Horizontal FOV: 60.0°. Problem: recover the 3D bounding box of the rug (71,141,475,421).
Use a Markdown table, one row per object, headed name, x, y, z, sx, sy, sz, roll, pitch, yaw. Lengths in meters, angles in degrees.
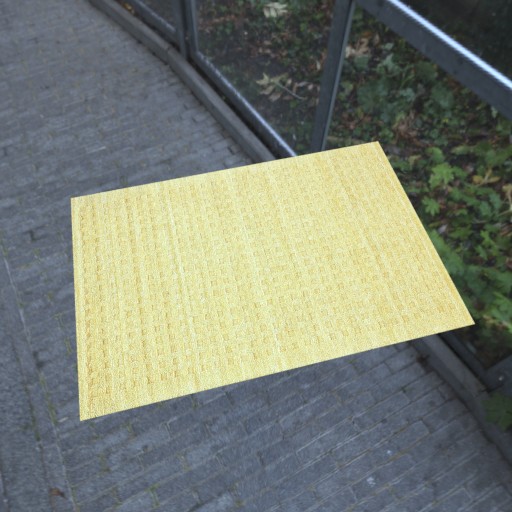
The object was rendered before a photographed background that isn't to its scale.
| name | x | y | z | sx | sy | sz | roll | pitch | yaw |
| --- | --- | --- | --- | --- | --- | --- | --- | --- | --- |
| rug | 0.000 | 0.000 | 2.856 | 2.286 | 0.006 | 1.524 | -12 | 60 | -7 |
